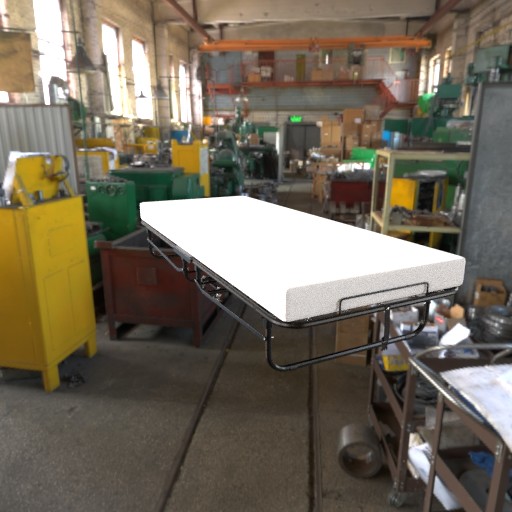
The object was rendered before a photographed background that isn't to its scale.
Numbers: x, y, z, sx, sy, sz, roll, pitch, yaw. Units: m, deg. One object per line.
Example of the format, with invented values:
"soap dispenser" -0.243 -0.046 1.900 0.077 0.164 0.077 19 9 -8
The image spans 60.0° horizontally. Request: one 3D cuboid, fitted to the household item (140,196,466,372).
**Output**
"household item" 0.000 0.000 2.256 0.787 0.356 1.905 -8 17 -26
